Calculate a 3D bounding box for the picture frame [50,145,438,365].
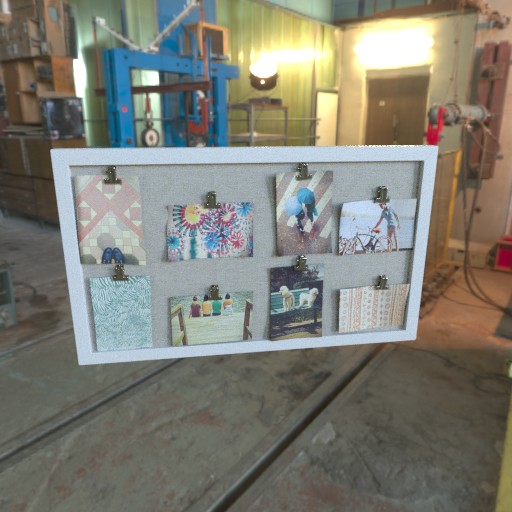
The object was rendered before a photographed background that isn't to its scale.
[{"bbox_3d":[0.000,0.000,0.794,0.647,0.379,0.044,-3,17,-8],"label":"picture frame"}]
